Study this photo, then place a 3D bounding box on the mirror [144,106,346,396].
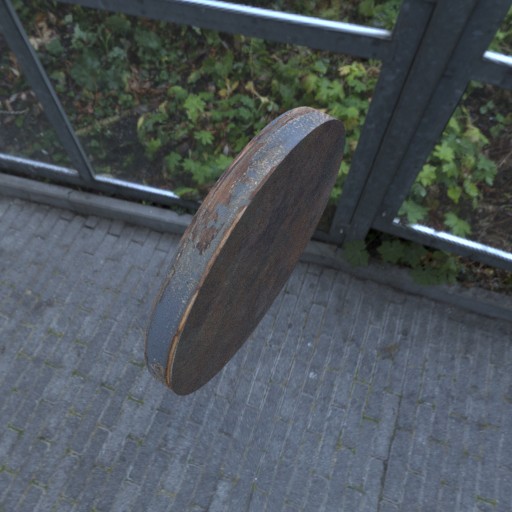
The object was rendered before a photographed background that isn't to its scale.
[{"bbox_3d":[0.000,0.000,0.869,0.061,0.585,0.585,31,67,14],"label":"mirror"}]
